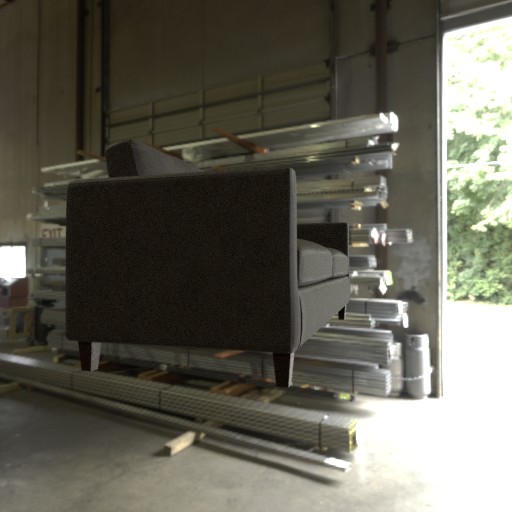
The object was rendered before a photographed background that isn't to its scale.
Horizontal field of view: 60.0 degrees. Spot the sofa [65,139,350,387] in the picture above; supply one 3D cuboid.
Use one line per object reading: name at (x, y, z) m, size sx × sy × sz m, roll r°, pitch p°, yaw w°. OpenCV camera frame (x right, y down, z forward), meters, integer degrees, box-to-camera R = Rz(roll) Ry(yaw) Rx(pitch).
sofa at (0.000, 0.000, 2.654) m, size 0.951 × 0.965 × 2.208 m, roll 0°, pitch -1°, yaw 17°
